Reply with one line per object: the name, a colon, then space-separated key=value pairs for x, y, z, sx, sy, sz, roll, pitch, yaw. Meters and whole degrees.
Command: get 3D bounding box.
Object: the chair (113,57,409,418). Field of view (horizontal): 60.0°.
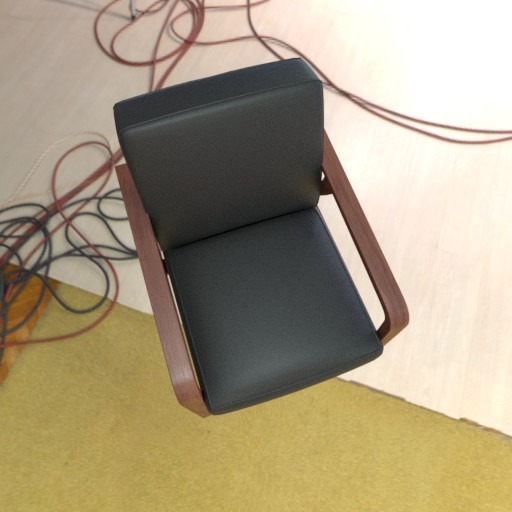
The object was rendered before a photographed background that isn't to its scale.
chair: x=0.000 y=0.000 z=1.490 sx=0.719 sy=0.861 sz=0.889 roll=-17 pitch=67 yaw=-8
